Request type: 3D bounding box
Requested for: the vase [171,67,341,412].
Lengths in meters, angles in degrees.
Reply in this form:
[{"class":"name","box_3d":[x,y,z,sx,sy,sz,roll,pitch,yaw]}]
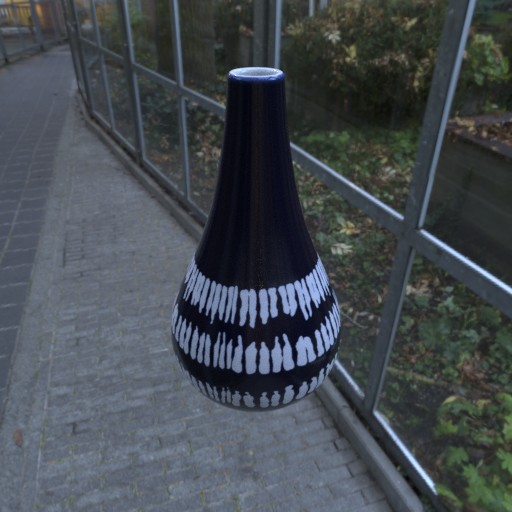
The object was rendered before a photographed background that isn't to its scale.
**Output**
[{"class":"vase","box_3d":[0.000,0.000,0.379,0.159,0.295,0.159,0,32,0]}]
